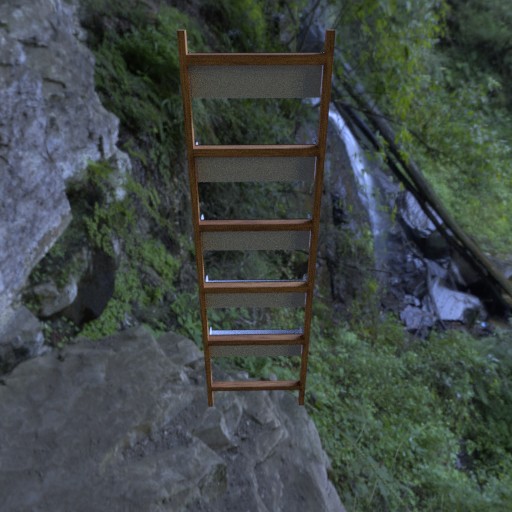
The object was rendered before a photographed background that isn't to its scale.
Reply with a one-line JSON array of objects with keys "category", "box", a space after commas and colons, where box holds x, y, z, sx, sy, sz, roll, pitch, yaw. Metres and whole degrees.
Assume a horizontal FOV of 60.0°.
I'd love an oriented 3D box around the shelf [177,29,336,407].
[{"category": "shelf", "box": [0.000, 0.000, 1.745, 0.454, 1.600, 0.141, -1, 32, -1]}]
